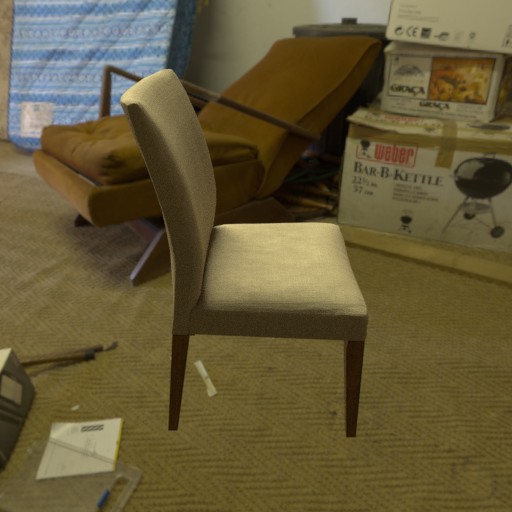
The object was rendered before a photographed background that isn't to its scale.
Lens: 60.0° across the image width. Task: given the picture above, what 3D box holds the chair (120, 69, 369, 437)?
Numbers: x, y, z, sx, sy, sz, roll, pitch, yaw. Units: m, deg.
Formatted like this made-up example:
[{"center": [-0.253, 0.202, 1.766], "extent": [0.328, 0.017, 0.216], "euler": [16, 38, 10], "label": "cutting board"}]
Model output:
[{"center": [0.000, 0.000, 1.268], "extent": [0.585, 0.940, 0.496], "euler": [0, 31, 0], "label": "chair"}]
